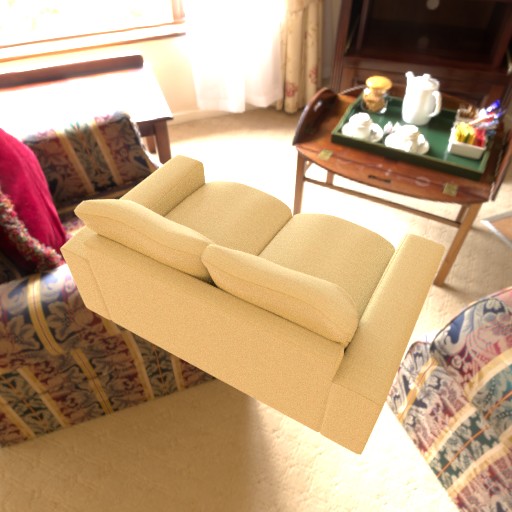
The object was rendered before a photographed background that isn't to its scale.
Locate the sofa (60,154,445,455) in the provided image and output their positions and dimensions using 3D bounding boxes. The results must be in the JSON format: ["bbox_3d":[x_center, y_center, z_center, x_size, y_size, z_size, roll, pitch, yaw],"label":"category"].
[{"bbox_3d":[0.000,0.000,2.406,1.754,0.875,1.091,22,50,20],"label":"sofa"}]
